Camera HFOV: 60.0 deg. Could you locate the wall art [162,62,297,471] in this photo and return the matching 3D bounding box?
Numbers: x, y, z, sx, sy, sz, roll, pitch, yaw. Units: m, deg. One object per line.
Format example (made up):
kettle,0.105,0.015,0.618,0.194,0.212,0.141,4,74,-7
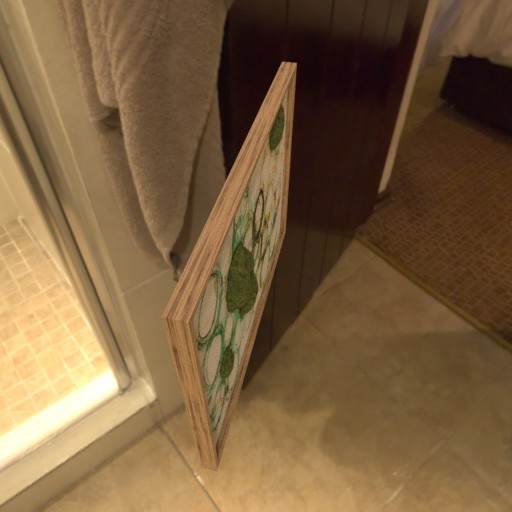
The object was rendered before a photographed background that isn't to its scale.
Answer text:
wall art,0.000,0.000,1.104,0.063,0.609,0.841,10,48,9
